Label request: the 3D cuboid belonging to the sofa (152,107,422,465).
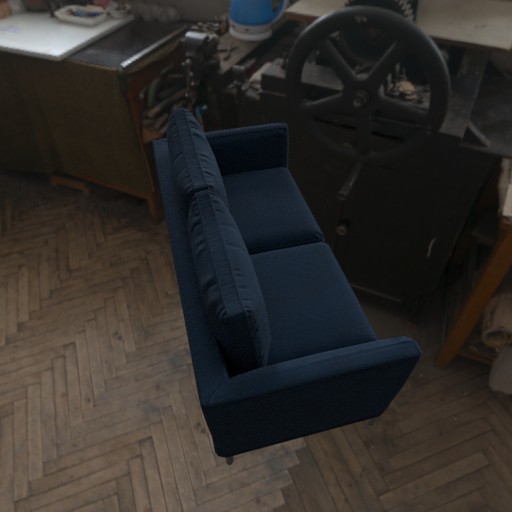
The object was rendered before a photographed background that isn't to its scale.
[{"bbox_3d":[0.000,0.000,2.357,0.853,1.002,1.770,-11,47,-10],"label":"sofa"}]
